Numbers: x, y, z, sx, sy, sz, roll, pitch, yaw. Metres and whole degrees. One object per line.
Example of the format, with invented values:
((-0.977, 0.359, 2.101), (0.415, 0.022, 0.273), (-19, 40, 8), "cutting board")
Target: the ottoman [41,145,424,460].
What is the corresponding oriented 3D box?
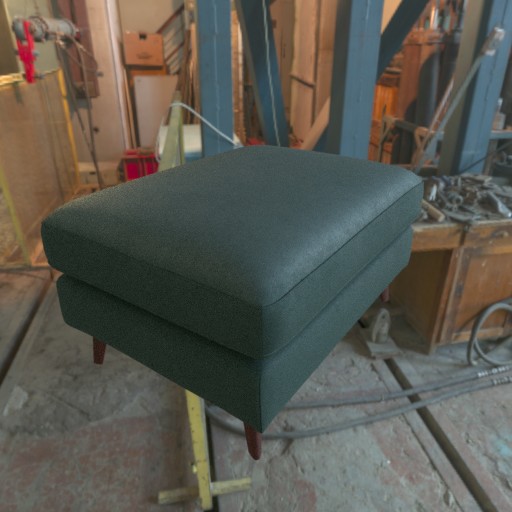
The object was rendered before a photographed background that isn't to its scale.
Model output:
((0.000, 0.000, 1.134), (0.608, 0.449, 0.811), (17, 31, 31), "ottoman")
